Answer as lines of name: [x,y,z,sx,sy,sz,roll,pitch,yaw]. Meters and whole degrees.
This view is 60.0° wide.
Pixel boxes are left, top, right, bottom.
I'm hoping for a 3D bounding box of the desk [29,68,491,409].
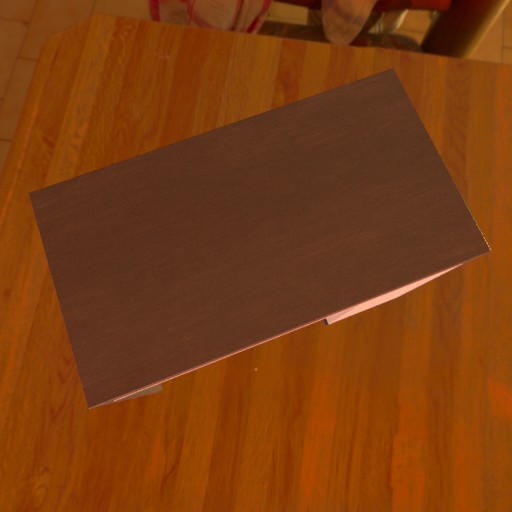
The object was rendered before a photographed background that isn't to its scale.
desk: [0.000,0.000,1.553,1.100,0.750,0.600,-20,77,-5]
